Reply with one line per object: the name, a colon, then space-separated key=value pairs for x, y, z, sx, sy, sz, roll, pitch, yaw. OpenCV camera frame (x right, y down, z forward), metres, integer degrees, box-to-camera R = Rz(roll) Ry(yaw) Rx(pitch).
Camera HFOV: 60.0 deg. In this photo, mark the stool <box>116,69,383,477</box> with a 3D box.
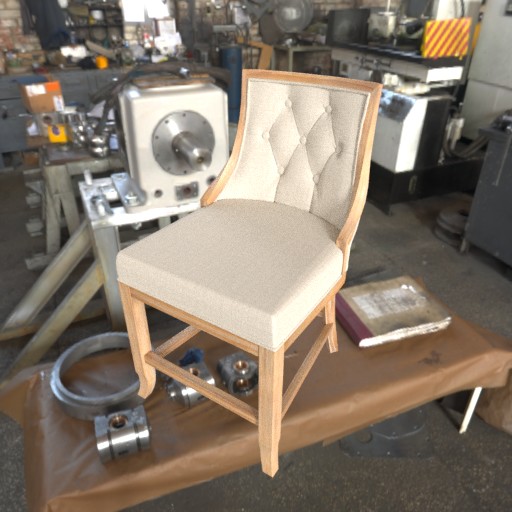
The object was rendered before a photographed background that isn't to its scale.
stool: x=0.000 y=0.000 z=1.320 sx=0.524 sy=0.938 sz=0.626 roll=19 pitch=36 yaw=28
